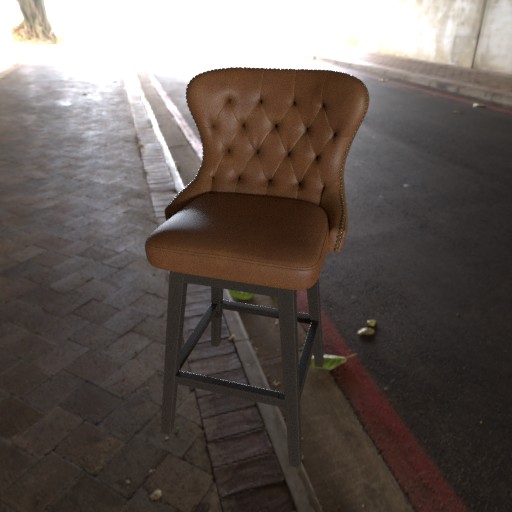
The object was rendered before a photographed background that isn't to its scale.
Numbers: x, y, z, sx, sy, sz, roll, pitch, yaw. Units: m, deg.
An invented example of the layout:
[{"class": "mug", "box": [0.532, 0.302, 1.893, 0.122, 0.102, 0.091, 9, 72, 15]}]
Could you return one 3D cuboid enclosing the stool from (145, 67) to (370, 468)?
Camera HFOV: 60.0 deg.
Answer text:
[{"class": "stool", "box": [0.000, 0.000, 1.301, 0.528, 0.971, 0.593, 8, 30, 14]}]
